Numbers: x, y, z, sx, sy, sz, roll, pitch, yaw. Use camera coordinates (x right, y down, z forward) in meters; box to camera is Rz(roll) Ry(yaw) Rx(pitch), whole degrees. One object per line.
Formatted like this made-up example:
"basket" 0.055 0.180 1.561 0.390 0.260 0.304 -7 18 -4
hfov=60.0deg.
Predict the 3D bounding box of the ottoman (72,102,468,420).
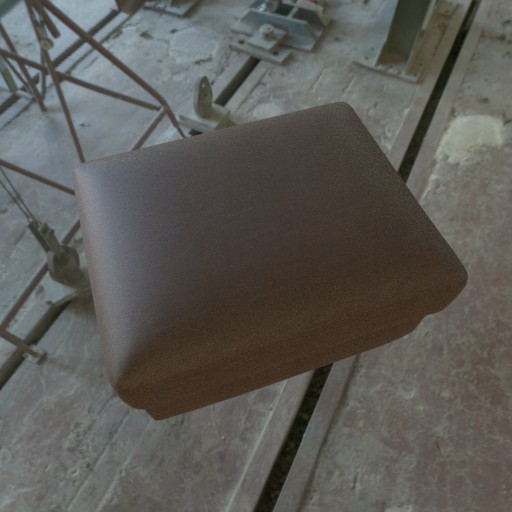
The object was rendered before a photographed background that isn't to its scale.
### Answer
"ottoman" 0.000 0.000 1.173 0.787 0.508 0.635 -17 59 -10
